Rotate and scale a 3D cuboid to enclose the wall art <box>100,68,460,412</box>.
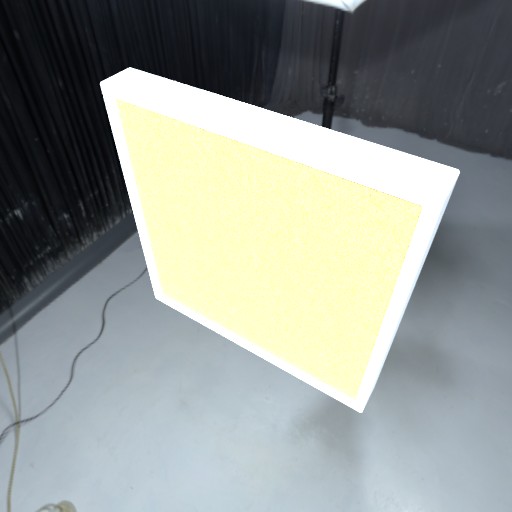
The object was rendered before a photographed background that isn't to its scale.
[{"bbox_3d":[0.000,0.000,0.455,0.305,0.305,0.038,25,51,22],"label":"wall art"}]
